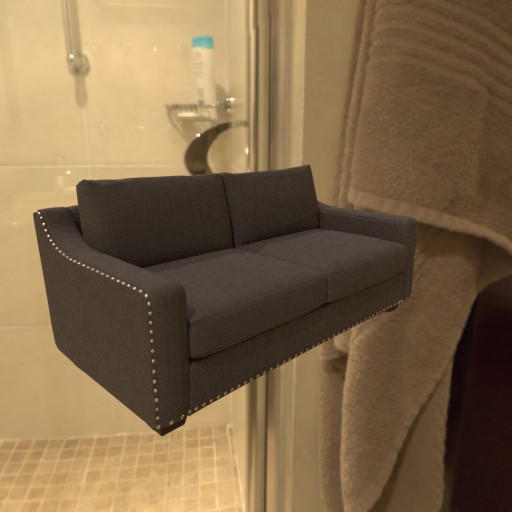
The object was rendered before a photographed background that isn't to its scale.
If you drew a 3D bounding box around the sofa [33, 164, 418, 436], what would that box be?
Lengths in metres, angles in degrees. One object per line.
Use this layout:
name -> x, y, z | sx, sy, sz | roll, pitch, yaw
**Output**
sofa -> 0.000, 0.000, 3.230 | 2.550, 1.196, 1.336 | -15, 21, -43
